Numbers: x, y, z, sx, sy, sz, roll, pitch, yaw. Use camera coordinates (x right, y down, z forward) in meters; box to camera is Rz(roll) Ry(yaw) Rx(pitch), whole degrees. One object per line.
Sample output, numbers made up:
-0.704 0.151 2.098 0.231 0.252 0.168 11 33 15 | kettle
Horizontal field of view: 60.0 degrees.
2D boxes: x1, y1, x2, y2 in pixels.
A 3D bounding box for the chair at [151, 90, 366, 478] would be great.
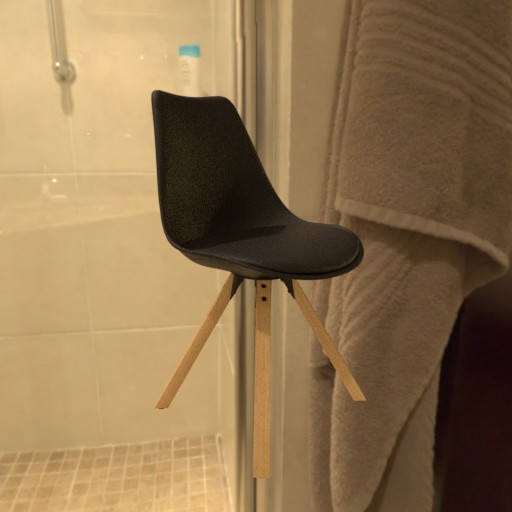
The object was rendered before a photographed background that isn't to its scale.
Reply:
0.000 0.000 1.175 0.549 0.850 0.485 13 19 42 | chair
